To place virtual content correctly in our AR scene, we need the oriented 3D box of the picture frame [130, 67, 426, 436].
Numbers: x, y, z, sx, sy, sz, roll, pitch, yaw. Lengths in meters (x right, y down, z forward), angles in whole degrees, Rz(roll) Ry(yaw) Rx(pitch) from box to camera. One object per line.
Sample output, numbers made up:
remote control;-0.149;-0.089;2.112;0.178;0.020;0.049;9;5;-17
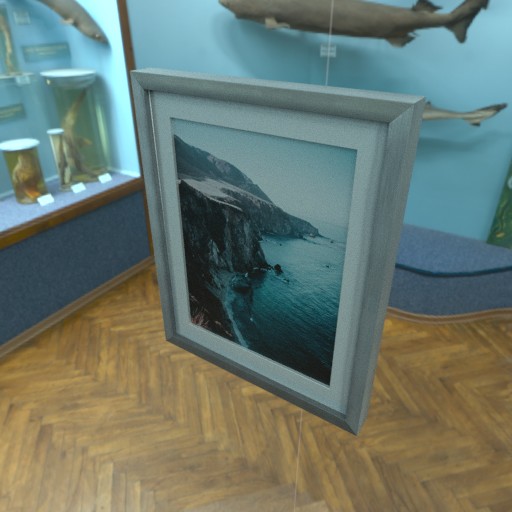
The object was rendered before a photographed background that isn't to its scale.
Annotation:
picture frame;0.000;0.000;0.750;0.449;0.555;0.046;18;35;29
